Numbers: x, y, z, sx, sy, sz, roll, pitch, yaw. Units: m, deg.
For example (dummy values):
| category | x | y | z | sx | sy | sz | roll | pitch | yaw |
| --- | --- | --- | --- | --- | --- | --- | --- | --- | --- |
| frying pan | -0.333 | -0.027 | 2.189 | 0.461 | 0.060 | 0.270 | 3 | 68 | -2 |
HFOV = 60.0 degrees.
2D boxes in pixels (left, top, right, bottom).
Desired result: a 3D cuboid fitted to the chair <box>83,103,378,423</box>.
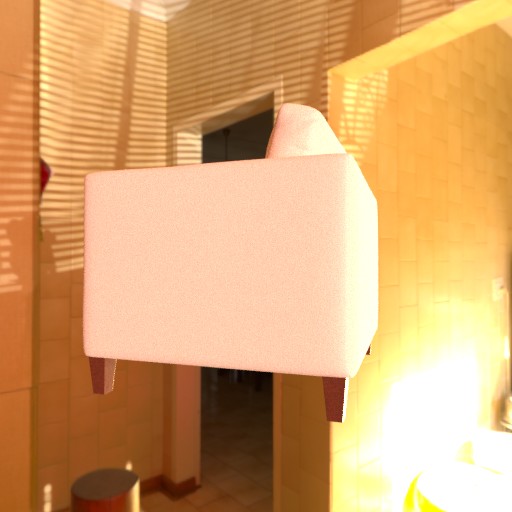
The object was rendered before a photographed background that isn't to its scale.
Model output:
| category | x | y | z | sx | sy | sz | roll | pitch | yaw |
| --- | --- | --- | --- | --- | --- | --- | --- | --- | --- |
| chair | 0.000 | 0.000 | 1.734 | 0.878 | 0.885 | 1.019 | 0 | -1 | 19 |
